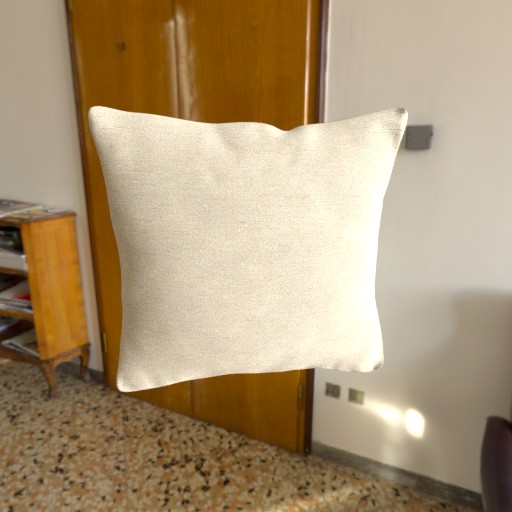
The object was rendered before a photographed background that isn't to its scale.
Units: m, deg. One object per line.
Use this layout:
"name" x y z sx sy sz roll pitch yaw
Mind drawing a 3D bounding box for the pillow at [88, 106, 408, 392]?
"pillow" 0.000 0.000 0.657 0.437 0.420 0.162 -2 16 -8
